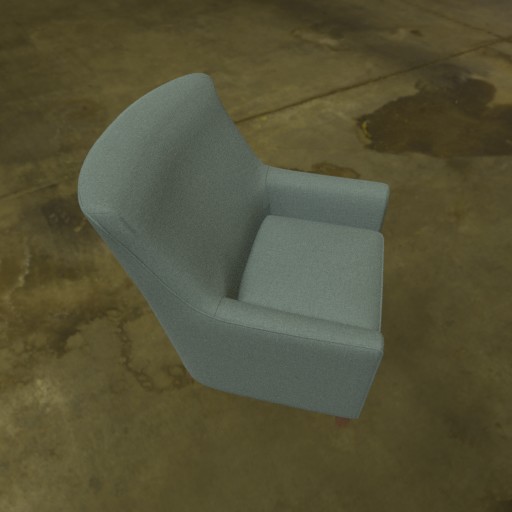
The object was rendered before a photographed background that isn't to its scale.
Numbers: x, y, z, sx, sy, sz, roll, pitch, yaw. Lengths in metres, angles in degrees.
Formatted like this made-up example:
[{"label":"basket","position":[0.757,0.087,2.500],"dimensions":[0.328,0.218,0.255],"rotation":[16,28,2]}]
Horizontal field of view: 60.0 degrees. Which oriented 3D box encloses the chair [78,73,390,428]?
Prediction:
[{"label":"chair","position":[0.000,0.000,1.527],"dimensions":[0.879,0.916,0.756],"rotation":[9,47,9]}]
